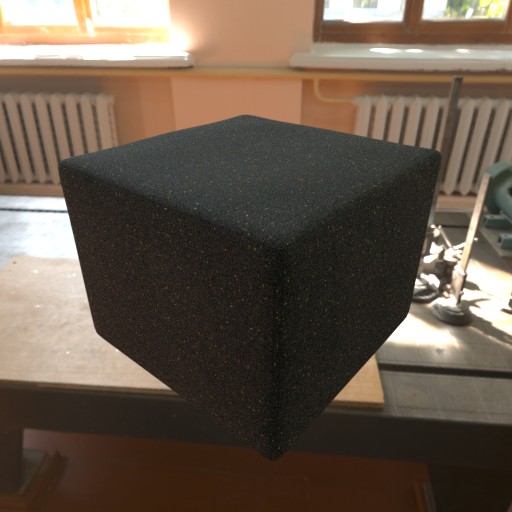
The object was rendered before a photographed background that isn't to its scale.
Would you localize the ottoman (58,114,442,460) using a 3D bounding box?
[{"bbox_3d":[0.000,0.000,0.885,0.508,0.432,0.508,23,36,34],"label":"ottoman"}]
